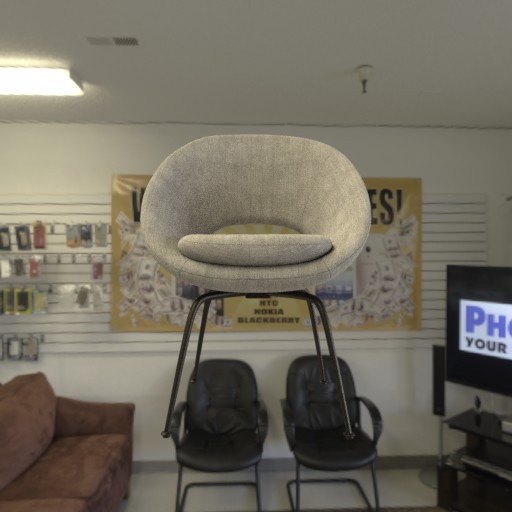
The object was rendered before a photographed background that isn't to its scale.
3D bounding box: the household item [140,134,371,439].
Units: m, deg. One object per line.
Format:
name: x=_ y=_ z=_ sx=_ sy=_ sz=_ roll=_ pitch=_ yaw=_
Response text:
household item: x=0.000 y=0.000 z=1.329 sx=0.643 sy=0.869 sz=0.587 roll=0 pitch=0 yaw=1
